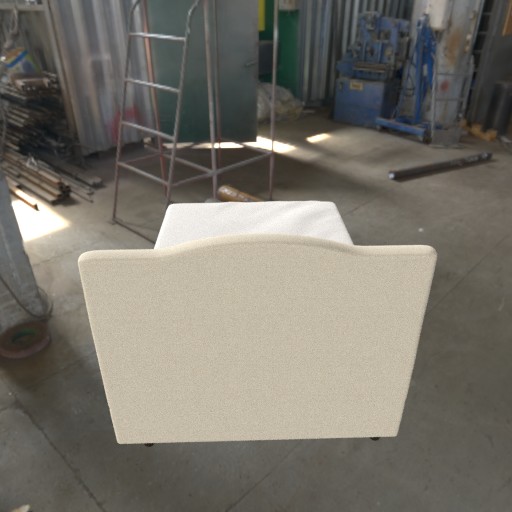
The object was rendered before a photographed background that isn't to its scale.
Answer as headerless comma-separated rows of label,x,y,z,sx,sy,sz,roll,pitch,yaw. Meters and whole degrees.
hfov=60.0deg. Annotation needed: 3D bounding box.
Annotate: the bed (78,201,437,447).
bed,0.000,0.000,3.296,1.741,1.449,2.196,-1,31,-2
